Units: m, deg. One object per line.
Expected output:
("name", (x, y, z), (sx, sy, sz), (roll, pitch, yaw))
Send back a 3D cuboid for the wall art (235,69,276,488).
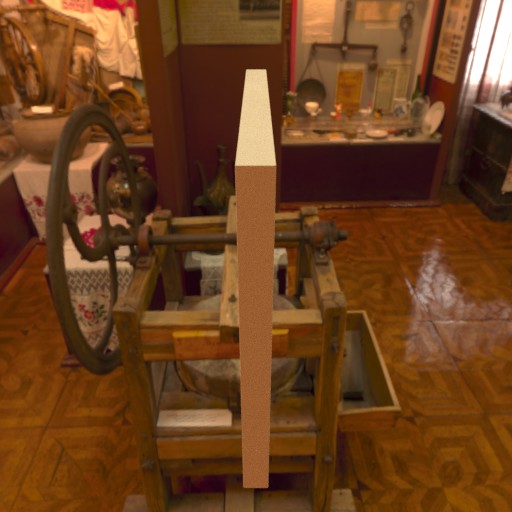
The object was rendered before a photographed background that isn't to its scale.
("wall art", (0.000, 0.000, 0.749), (0.037, 0.508, 0.508), (0, 32, 0))
